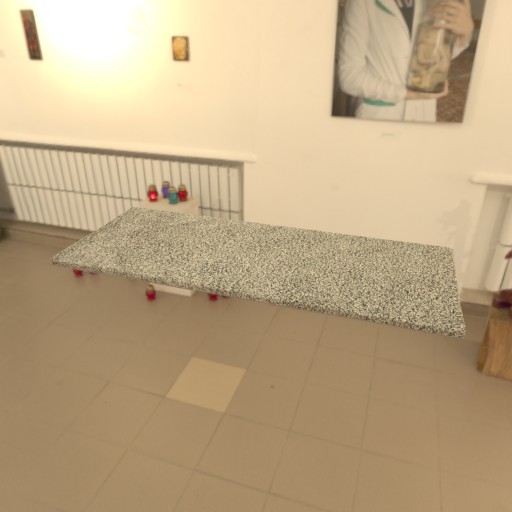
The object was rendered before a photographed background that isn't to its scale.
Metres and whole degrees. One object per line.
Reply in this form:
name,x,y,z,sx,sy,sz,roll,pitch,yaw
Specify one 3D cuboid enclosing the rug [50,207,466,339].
rug,0.000,0.000,1.796,1.524,0.030,0.609,9,29,16
